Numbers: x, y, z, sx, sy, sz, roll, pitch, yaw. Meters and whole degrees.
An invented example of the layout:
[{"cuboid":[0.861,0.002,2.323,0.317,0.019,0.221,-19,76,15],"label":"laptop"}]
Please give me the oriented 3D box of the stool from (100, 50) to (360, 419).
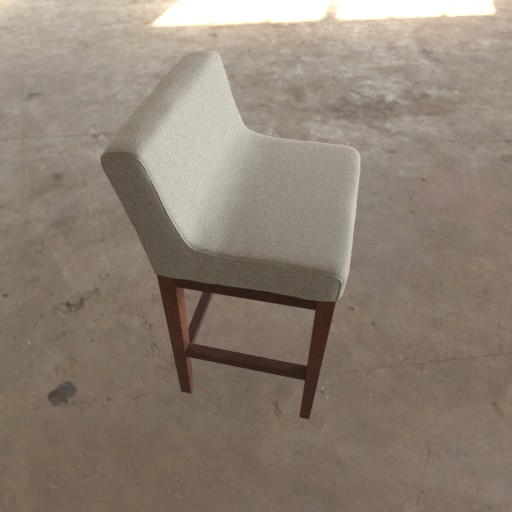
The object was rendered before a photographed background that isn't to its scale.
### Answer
[{"cuboid":[0.000,0.000,1.261,0.500,0.937,0.511,9,46,9],"label":"stool"}]
